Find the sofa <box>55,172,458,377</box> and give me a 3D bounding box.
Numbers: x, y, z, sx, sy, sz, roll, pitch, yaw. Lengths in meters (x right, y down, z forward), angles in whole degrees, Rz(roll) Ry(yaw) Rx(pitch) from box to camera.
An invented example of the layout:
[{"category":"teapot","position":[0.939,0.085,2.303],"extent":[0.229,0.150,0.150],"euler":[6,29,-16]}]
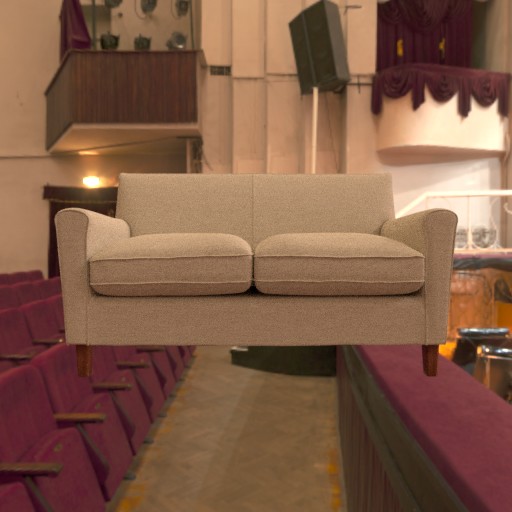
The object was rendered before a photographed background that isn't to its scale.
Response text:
[{"category":"sofa","position":[0.000,0.000,2.014],"extent":[1.482,0.892,0.891],"euler":[0,1,0]}]
